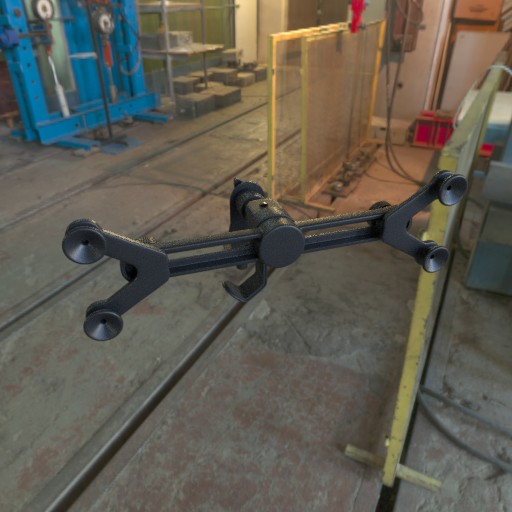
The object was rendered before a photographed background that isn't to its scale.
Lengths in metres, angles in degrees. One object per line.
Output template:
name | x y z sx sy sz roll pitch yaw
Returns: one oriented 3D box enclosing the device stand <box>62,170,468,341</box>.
device stand | 0.000 0.000 0.373 0.270 0.166 0.142 -10 33 -16
